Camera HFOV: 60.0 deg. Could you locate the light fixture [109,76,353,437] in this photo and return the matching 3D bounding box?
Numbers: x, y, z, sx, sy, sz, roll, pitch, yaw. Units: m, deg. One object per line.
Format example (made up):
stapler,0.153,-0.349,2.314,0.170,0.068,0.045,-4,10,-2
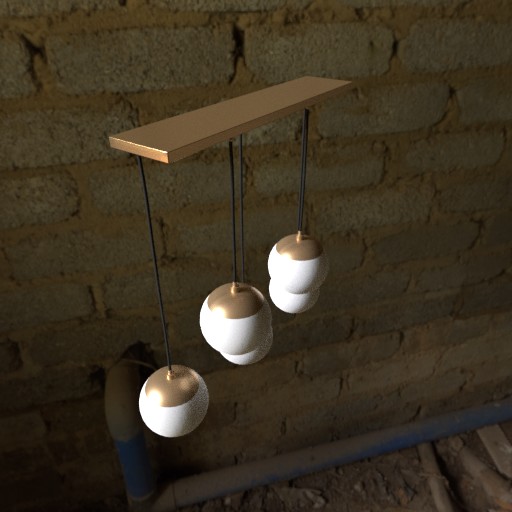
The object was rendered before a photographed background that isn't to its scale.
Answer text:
light fixture,0.000,0.000,1.303,0.299,0.869,0.863,21,38,29
